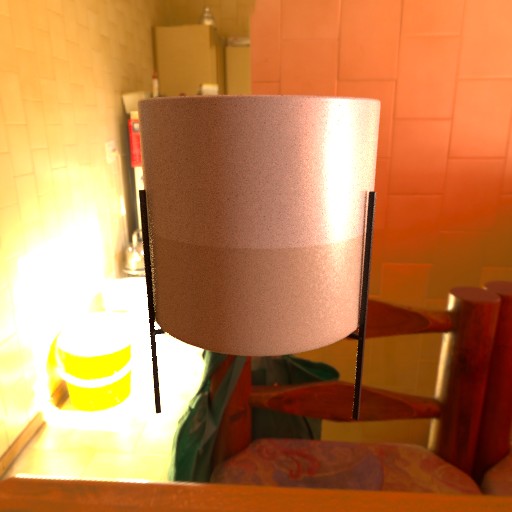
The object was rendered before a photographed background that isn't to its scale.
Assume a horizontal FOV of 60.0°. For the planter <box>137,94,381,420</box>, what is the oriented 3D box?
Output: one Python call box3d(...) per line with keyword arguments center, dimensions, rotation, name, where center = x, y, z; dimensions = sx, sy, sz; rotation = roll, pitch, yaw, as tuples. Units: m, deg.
box3d(center=(0.000, 0.000, 0.734), dimensions=(0.368, 0.484, 0.359), rotation=(-8, 19, -26), name="planter")
